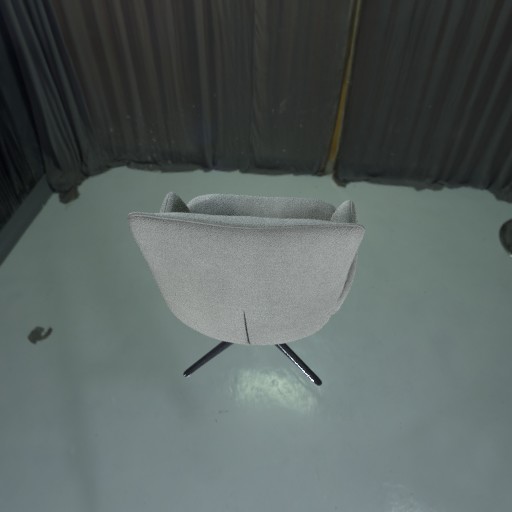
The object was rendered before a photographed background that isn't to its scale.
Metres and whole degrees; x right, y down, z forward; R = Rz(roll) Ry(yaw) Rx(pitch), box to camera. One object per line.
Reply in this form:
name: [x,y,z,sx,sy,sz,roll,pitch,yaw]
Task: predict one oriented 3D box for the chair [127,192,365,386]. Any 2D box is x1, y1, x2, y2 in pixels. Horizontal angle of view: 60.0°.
chair: [0.000,0.000,1.607,0.711,1.016,0.889,3,46,3]
